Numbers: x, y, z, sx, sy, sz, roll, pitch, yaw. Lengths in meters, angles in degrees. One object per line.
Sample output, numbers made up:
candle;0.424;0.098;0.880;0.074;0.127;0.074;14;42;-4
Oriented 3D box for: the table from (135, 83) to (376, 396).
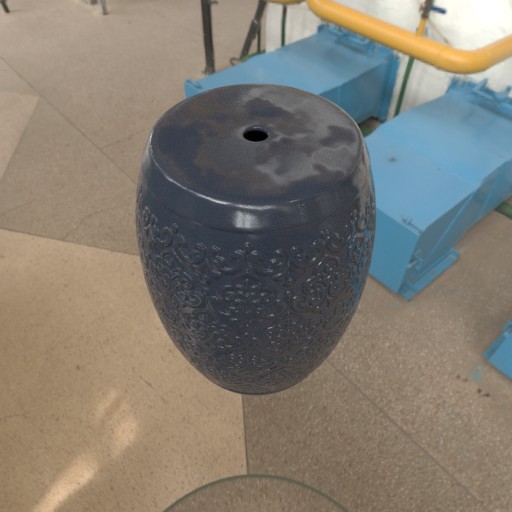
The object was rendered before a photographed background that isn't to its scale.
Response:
table;0.000;0.000;0.624;0.309;0.397;0.309;0;48;0
